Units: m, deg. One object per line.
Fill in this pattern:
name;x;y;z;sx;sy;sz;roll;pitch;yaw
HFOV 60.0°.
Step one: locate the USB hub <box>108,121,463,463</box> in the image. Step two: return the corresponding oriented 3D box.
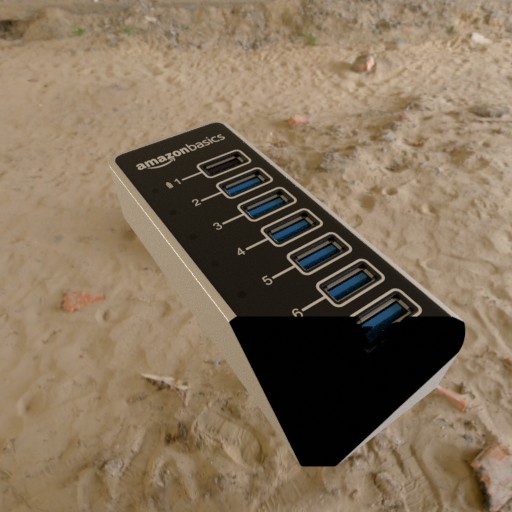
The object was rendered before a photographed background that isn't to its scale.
USB hub;0.000;0.000;0.128;0.044;0.023;0.110;-27;53;-23
